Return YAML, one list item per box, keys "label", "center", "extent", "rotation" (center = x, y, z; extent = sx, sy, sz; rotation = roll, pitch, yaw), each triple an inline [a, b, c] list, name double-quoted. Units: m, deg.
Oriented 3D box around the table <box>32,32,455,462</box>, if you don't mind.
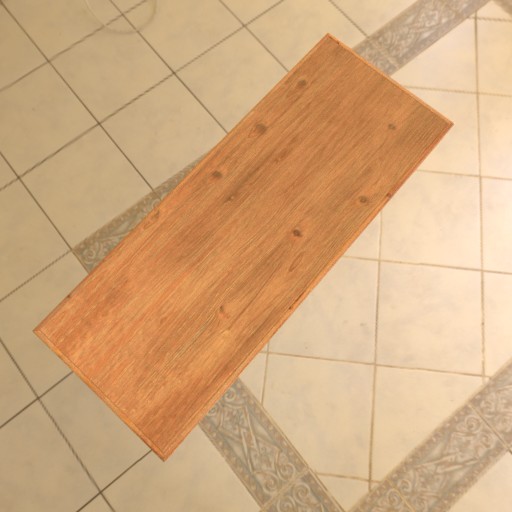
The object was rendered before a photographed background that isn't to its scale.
- label: "table"
  center: [0.000, 0.000, 1.756]
  extent: [0.522, 0.873, 1.330]
  rotation: [40, 79, 9]
